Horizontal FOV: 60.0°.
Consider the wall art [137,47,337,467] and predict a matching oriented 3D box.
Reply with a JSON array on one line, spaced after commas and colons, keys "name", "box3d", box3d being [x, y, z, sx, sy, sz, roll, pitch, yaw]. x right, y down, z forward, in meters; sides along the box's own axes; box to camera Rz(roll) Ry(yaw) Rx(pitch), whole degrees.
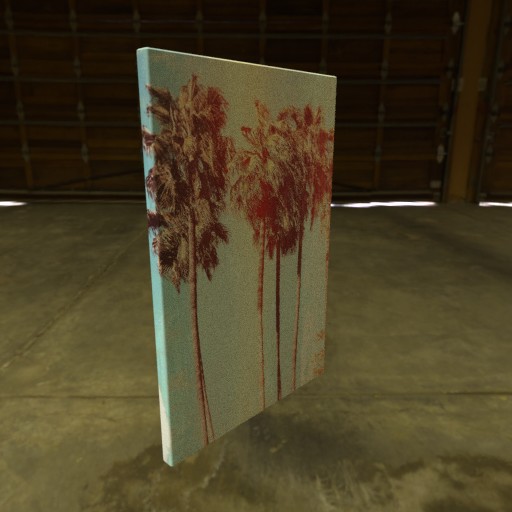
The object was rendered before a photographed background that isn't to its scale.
[{"name": "wall art", "box3d": [0.000, 0.000, 1.146, 0.037, 0.915, 0.605, 15, 21, 42]}]
